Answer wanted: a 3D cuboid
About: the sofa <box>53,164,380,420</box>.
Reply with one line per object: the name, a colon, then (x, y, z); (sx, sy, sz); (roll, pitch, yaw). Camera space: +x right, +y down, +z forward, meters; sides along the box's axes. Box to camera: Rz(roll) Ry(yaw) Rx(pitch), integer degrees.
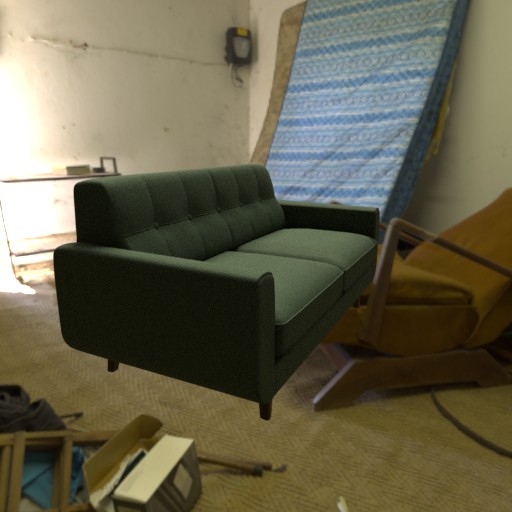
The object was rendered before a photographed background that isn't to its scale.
sofa: (0.000, 0.000, 2.200); (0.909, 0.841, 1.631); (7, 16, 26)
